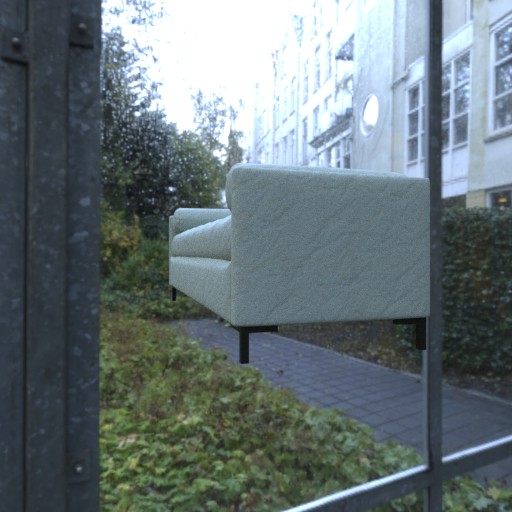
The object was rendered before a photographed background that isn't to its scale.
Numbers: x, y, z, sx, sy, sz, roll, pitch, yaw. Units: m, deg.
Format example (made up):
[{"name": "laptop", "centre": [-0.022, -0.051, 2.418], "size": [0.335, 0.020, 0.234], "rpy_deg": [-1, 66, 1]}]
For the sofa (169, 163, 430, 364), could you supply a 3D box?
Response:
[{"name": "sofa", "centre": [0.000, 0.000, 2.560], "size": [0.796, 0.705, 2.102], "rpy_deg": [0, 0, -17]}]
